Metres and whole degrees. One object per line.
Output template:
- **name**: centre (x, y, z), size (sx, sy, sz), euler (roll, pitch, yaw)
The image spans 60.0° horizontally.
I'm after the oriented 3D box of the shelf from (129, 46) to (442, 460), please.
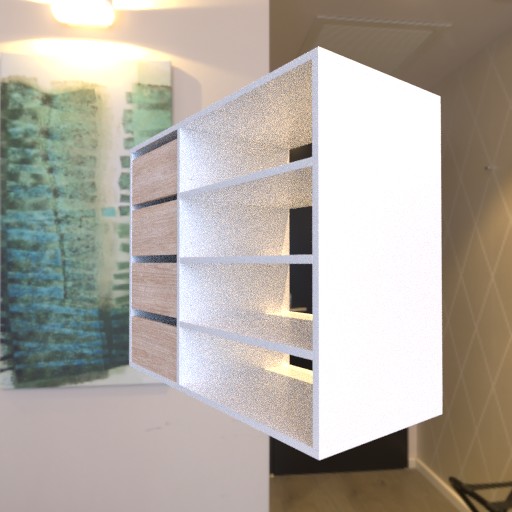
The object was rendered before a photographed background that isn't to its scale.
- **shelf**: centre (0.000, 0.000, 1.259), size (0.396, 0.732, 0.895), euler (1, -1, -37)
